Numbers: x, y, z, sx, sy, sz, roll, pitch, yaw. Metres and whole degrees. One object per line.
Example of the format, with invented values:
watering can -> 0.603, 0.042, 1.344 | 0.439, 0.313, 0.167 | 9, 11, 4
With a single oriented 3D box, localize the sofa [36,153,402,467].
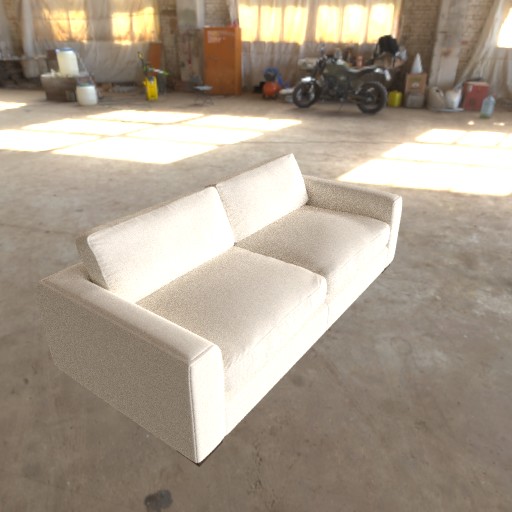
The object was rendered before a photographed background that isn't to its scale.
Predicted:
sofa -> 0.000, 0.000, 2.744 | 1.070, 0.801, 2.262 | 19, 33, 31
